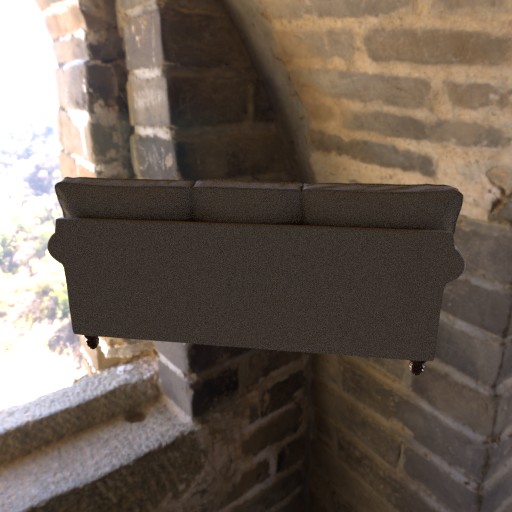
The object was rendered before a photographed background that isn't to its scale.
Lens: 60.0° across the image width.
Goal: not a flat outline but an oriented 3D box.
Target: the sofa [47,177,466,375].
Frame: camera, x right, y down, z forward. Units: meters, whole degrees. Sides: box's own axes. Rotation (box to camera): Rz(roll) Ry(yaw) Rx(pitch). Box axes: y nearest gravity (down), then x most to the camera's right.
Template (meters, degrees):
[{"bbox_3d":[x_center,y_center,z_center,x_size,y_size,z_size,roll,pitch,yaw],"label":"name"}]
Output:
[{"bbox_3d":[0.000,0.000,2.617,2.084,0.961,0.916,3,17,8],"label":"sofa"}]
